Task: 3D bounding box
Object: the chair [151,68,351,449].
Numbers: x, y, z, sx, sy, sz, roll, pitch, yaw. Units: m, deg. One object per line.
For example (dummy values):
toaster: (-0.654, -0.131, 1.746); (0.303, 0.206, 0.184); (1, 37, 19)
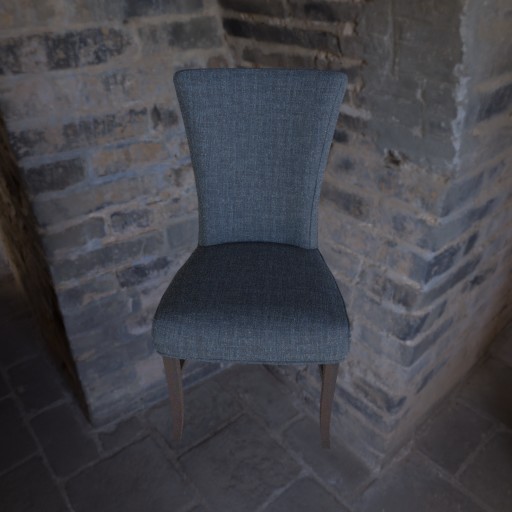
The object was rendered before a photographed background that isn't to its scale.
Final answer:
chair: (0.000, 0.000, 1.361); (0.520, 0.991, 0.660); (2, 32, 2)
